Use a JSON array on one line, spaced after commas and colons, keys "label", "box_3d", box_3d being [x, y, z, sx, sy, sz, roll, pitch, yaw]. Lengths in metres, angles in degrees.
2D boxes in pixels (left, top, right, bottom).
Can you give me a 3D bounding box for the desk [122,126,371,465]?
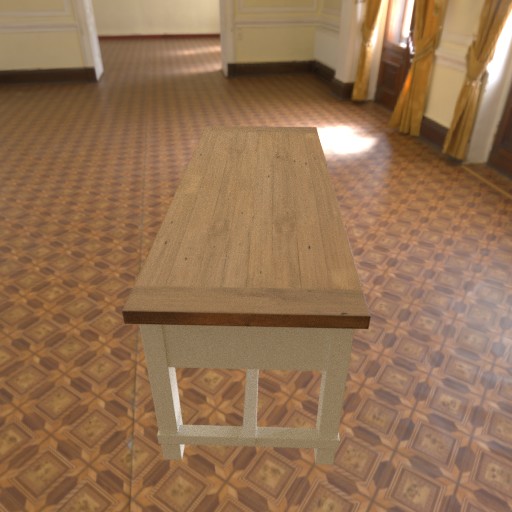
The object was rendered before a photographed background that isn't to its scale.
[{"label": "desk", "box_3d": [0.000, 0.000, 2.191, 0.688, 0.762, 1.803, 1, 32, 2]}]
